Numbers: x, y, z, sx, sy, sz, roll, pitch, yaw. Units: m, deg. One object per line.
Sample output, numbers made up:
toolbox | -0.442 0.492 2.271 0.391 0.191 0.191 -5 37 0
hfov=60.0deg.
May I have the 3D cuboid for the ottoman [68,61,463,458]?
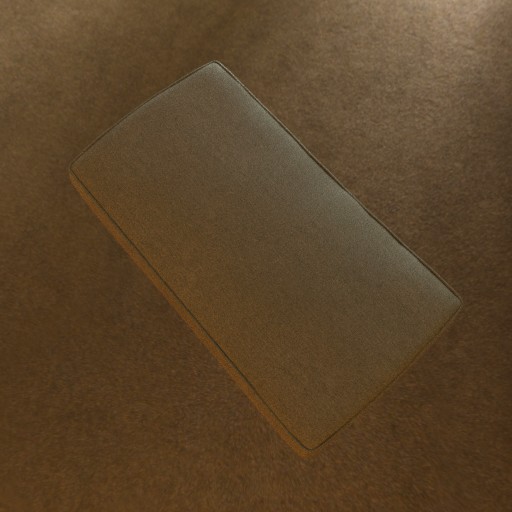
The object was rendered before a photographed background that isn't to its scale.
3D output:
ottoman | 0.000 0.000 1.161 0.490 0.448 0.864 -40 78 -11
